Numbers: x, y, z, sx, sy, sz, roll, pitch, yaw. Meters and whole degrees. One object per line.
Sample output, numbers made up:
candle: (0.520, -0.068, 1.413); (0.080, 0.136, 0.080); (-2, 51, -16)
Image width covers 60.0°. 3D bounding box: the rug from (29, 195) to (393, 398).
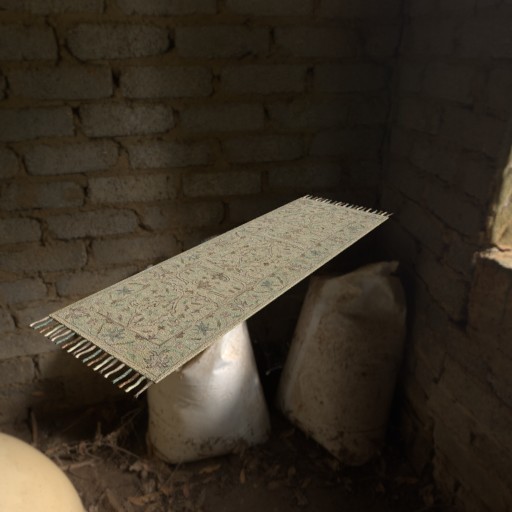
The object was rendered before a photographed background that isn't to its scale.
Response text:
rug: (0.000, 0.000, 2.696); (0.769, 0.013, 2.440); (18, 31, 33)
